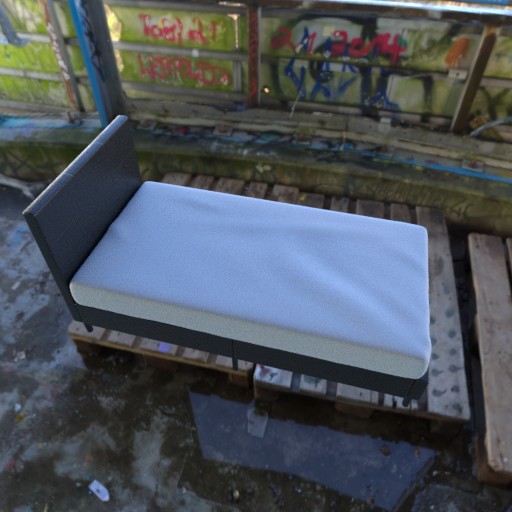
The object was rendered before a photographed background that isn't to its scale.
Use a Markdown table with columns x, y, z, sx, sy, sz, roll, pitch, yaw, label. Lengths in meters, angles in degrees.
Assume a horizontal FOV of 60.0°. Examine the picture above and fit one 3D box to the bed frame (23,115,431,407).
| x | y | z | sx | sy | sz | roll | pitch | yaw | label |
| --- | --- | --- | --- | --- | --- | --- | --- | --- | --- |
| 0.000 | 0.000 | 2.537 | 2.152 | 1.046 | 1.038 | 11 | 46 | 10 | bed frame |
